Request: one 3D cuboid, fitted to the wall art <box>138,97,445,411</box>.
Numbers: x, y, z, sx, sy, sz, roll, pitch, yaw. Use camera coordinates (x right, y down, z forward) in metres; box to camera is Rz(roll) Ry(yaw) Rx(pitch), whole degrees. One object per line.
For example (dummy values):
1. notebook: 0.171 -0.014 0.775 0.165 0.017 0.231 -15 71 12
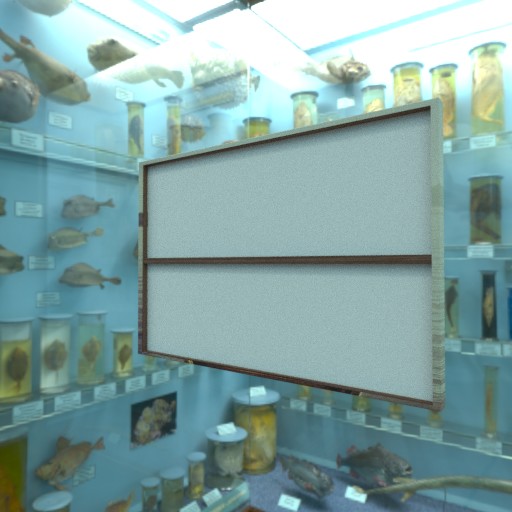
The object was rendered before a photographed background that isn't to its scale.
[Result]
1. wall art: 0.000 0.000 1.437 1.149 0.765 0.040 -1 -1 37
